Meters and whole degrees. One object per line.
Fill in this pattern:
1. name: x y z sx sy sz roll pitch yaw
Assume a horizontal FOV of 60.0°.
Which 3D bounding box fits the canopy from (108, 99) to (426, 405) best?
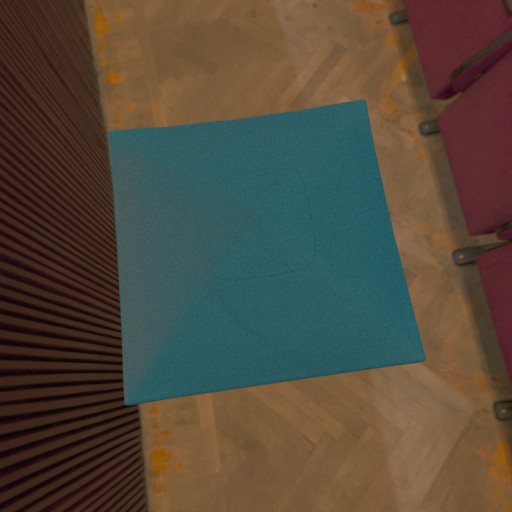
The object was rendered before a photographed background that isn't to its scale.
1. canopy: 0.000 0.000 5.404 2.996 2.997 2.998 -8 75 -2
